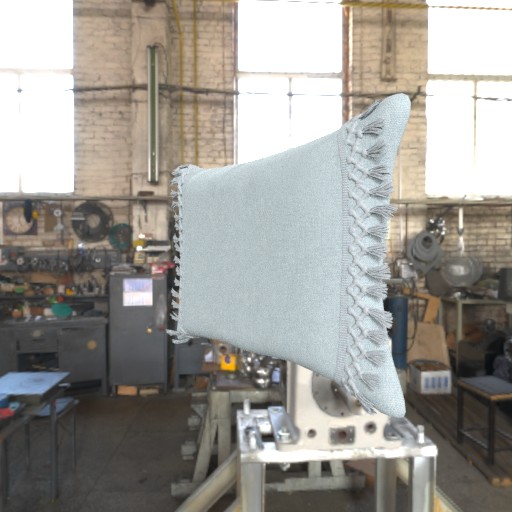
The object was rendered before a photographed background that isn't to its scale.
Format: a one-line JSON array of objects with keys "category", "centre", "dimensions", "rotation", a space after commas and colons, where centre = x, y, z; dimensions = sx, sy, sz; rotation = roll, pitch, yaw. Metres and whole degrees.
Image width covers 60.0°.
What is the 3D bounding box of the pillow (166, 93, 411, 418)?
[{"category": "pillow", "centre": [0.000, 0.000, 0.585], "dimensions": [0.084, 0.305, 0.466], "rotation": [-1, 2, -36]}]
